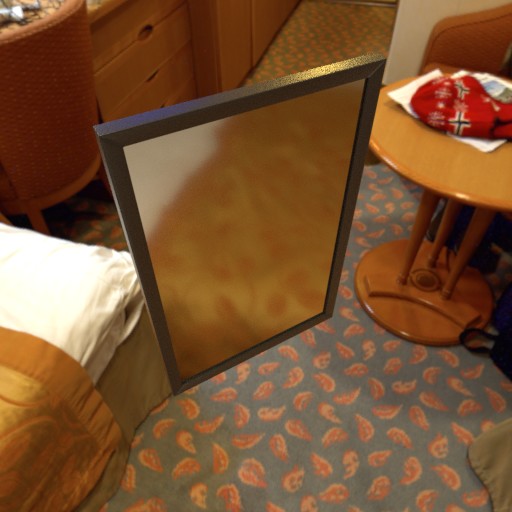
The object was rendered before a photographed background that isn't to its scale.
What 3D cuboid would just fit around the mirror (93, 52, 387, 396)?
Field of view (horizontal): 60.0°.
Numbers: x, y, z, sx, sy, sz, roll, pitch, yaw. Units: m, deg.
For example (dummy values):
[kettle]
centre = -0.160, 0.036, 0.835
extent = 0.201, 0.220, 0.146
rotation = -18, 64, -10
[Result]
[mirror]
centre = 0.000, 0.000, 1.164
extent = 0.609, 0.915, 0.040
rotation = -23, 50, -20
